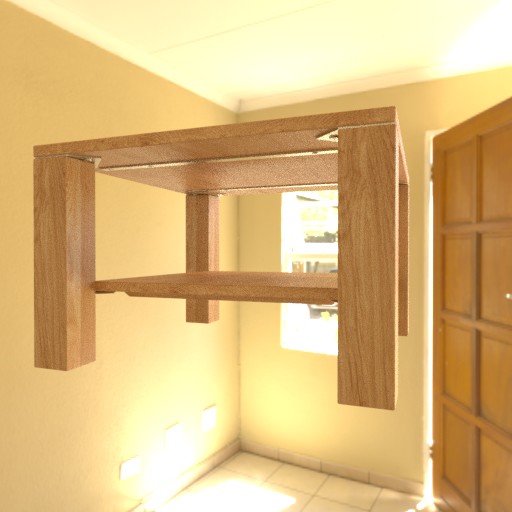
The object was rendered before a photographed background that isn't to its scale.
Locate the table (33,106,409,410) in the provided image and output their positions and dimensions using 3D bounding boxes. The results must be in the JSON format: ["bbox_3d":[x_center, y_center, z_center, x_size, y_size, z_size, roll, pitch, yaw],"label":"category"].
[{"bbox_3d":[0.000,0.000,1.101,0.700,0.450,0.700,0,1,21],"label":"table"}]
